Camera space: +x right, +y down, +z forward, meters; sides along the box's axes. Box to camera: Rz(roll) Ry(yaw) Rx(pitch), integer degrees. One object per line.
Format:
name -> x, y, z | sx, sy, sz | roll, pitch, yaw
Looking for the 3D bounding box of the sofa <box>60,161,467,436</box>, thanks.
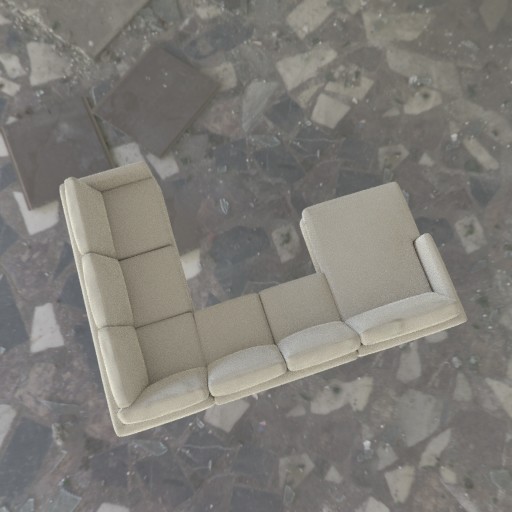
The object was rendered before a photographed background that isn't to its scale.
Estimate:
sofa -> 0.000, 0.000, 4.608 | 3.459, 0.956, 2.593 | -17, 77, -4
